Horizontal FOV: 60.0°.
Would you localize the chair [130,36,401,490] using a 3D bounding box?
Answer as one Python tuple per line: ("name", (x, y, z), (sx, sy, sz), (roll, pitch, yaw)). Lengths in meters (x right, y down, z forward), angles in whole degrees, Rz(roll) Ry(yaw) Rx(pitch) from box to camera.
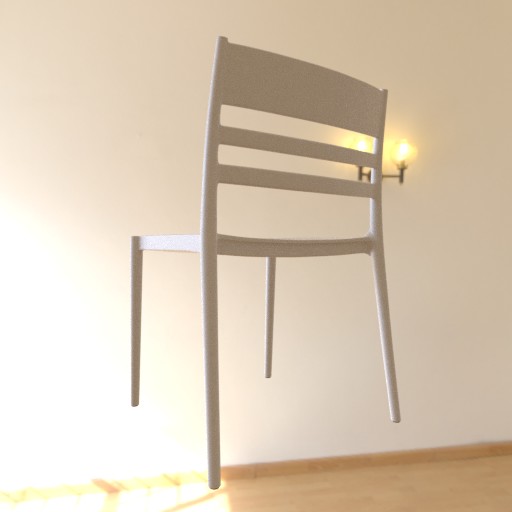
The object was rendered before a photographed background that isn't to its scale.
("chair", (0.000, 0.000, 1.106), (0.531, 0.800, 0.511), (-1, 1, -36))
